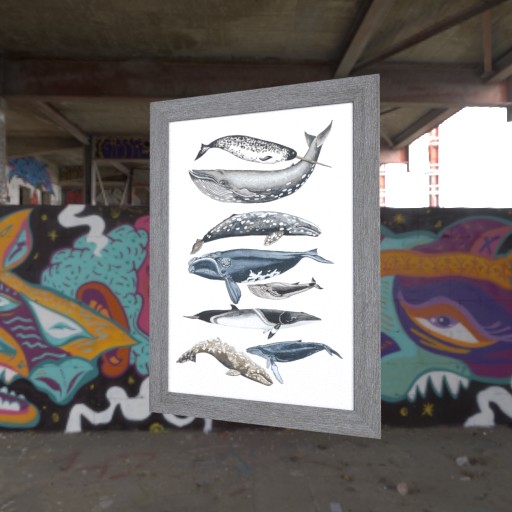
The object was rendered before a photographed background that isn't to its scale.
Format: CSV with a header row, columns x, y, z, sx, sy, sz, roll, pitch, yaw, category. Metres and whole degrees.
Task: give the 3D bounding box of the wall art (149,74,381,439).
x,y,z,sx,sy,sz,roll,pitch,yaw,category
0.000,0.000,1.425,0.768,1.070,0.020,0,-1,18,wall art
